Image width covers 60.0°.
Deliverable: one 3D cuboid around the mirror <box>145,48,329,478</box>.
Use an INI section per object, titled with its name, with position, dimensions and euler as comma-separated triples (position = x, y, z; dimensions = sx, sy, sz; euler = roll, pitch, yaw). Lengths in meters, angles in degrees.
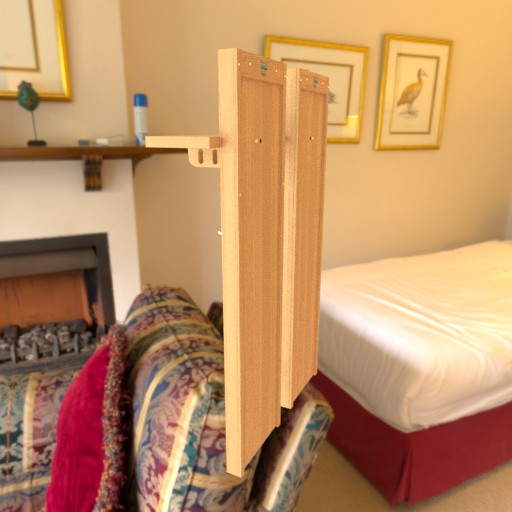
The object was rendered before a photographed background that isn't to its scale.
[mirror]
position = 0.000, 0.000, 1.592
dimensions = 0.260, 1.250, 0.800
euler = 8, 18, 26
